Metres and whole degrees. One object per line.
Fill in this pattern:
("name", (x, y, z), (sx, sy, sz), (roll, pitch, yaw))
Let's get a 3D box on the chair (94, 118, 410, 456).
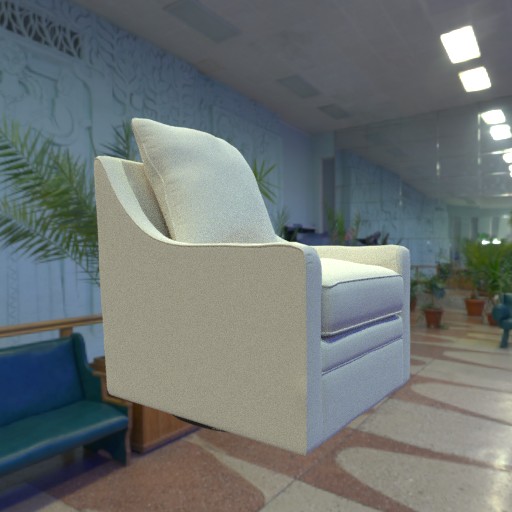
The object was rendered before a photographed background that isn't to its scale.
("chair", (0.000, 0.000, 1.565), (0.876, 0.965, 0.756), (0, 1, 37))
